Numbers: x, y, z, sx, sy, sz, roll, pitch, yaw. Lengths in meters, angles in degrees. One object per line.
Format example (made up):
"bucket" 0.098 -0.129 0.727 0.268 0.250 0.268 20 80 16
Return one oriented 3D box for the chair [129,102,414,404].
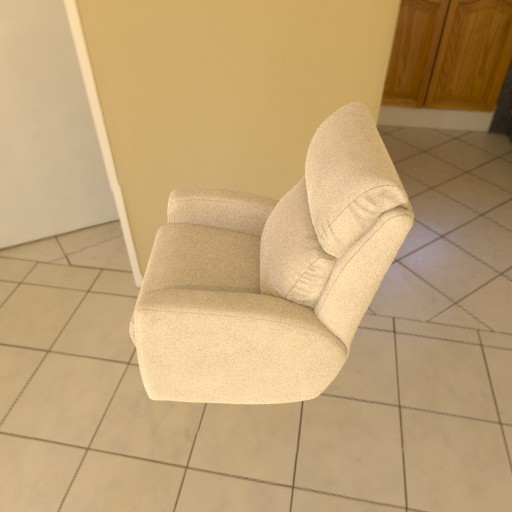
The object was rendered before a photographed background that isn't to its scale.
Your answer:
"chair" 0.000 0.000 1.746 0.940 1.021 0.794 1 41 1
